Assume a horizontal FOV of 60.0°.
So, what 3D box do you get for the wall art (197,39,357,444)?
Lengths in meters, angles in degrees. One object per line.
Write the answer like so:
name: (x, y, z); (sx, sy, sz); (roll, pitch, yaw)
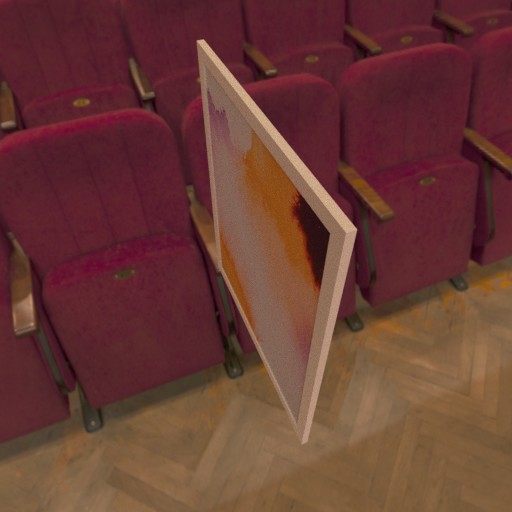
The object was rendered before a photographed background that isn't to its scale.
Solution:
wall art: (0.000, 0.000, 0.778); (0.012, 0.557, 0.482); (-17, 50, -15)
